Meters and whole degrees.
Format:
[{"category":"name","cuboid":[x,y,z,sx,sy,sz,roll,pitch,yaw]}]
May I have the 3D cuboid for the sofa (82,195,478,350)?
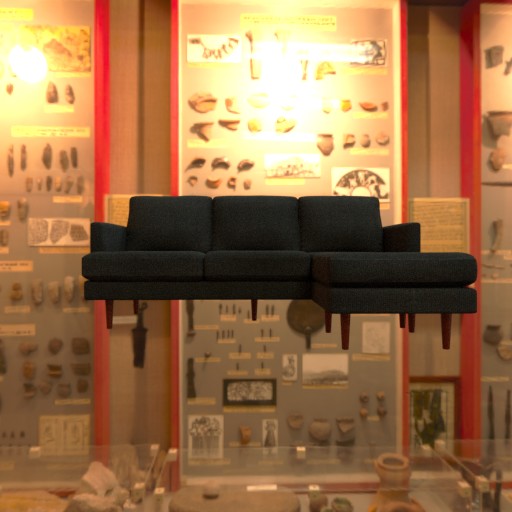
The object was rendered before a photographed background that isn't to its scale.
[{"category":"sofa","cuboid":[0.000,0.000,2.955,2.233,0.956,1.504,0,0,-1]}]
